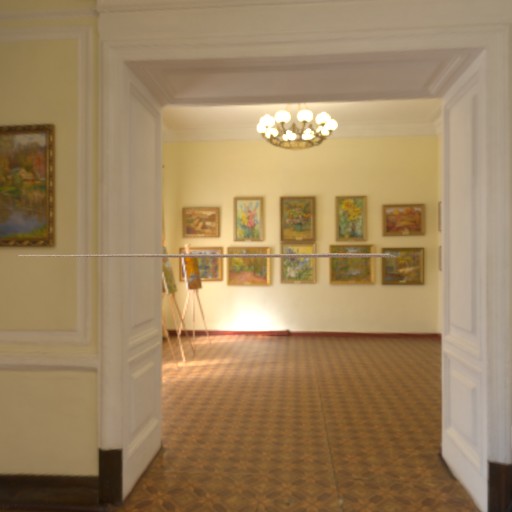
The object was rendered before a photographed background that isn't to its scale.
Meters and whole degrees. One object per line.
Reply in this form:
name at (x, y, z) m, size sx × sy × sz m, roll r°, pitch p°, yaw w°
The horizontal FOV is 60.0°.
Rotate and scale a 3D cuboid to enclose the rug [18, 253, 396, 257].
rug at (0.000, 0.000, 4.110) m, size 2.448 × 0.021 × 3.051 m, roll 0°, pitch 0°, yaw 18°
